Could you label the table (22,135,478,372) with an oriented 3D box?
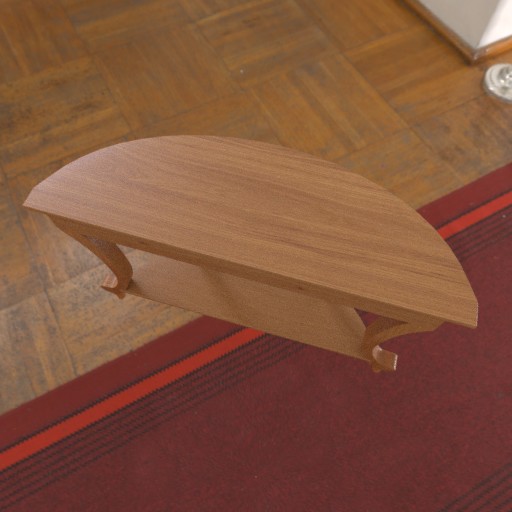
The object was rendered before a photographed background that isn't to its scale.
[{"bbox_3d":[0.000,0.000,1.510,1.198,0.692,0.394,15,64,7],"label":"table"}]
